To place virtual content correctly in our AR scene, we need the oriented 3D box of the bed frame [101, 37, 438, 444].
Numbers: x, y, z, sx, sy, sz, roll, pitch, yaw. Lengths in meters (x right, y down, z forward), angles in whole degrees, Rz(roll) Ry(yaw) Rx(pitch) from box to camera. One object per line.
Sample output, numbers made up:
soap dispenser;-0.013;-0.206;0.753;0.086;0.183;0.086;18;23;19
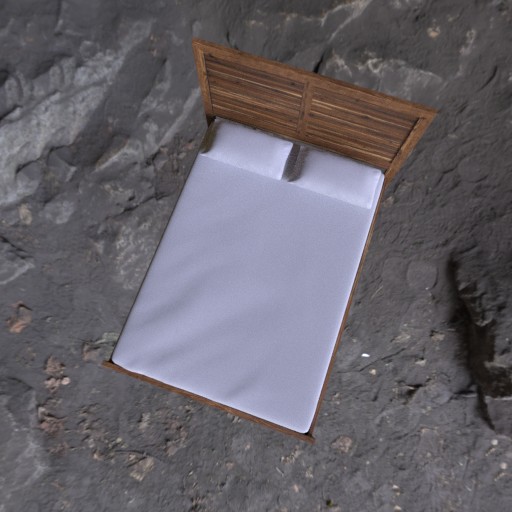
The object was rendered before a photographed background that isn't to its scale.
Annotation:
bed frame;0.000;0.000;3.340;1.696;1.417;2.276;19;76;5
